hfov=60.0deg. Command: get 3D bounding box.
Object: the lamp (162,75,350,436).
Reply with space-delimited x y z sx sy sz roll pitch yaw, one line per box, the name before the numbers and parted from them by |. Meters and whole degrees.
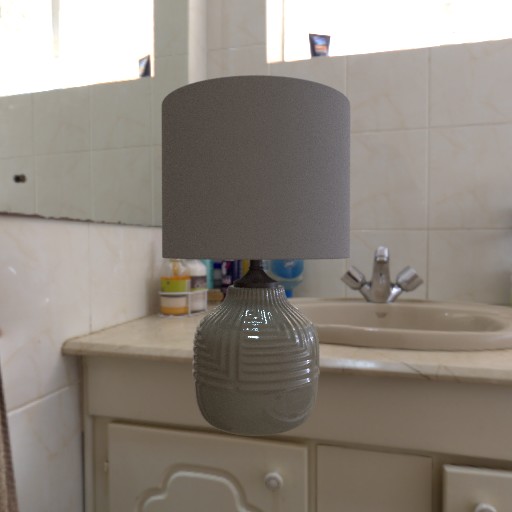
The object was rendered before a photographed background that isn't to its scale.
lamp | 0.000 0.000 0.767 0.318 0.567 0.318 0 1 0
